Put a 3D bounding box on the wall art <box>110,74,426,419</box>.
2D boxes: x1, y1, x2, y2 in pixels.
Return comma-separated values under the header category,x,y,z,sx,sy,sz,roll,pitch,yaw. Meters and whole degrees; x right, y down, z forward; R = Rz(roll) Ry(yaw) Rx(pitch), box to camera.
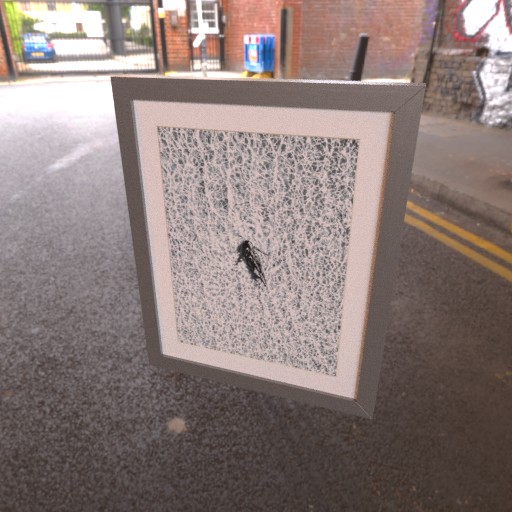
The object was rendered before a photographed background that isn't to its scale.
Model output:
category,x,y,z,sx,sy,sz,roll,pitch,yaw
wall art,0.000,0.000,0.510,0.308,0.379,0.030,9,28,17
